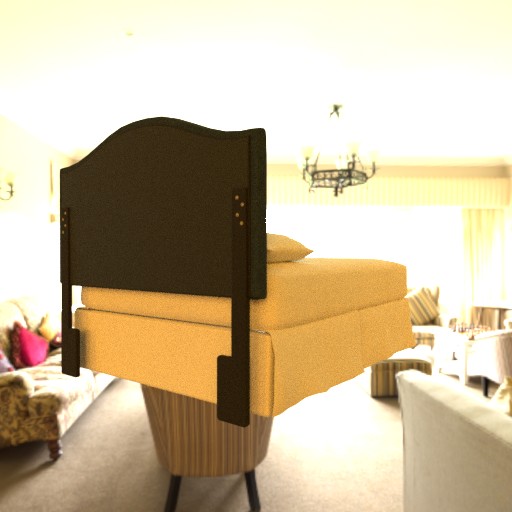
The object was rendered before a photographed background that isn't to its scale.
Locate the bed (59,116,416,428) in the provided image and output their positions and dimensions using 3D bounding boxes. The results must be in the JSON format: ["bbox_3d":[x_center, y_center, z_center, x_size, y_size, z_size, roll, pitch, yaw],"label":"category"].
[{"bbox_3d":[0.000,0.000,3.272,1.713,1.518,2.153,0,0,36],"label":"bed"}]
